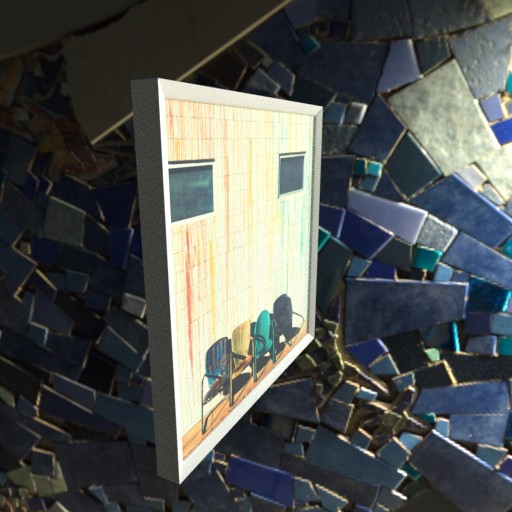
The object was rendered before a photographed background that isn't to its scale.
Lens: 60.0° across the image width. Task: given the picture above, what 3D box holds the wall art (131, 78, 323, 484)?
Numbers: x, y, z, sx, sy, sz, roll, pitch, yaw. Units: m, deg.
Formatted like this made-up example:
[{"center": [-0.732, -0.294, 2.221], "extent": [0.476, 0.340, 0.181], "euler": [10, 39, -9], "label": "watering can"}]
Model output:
[{"center": [0.000, 0.000, 0.751], "extent": [0.037, 0.508, 0.508], "euler": [8, 17, 27], "label": "wall art"}]
